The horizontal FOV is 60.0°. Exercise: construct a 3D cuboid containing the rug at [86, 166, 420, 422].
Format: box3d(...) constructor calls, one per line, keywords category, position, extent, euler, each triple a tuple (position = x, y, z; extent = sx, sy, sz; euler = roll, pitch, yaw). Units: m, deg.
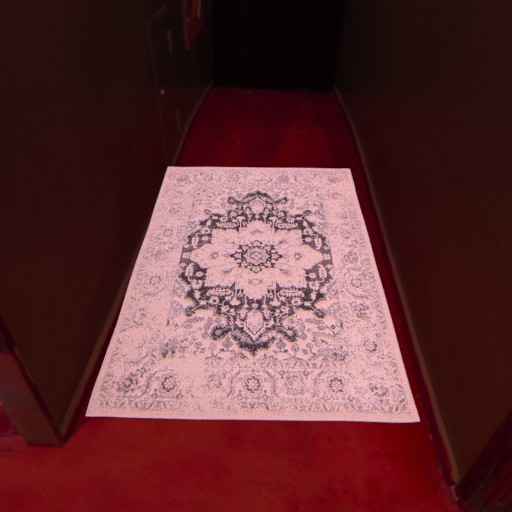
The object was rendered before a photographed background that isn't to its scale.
box3d(category="rug", position=(0.000, 0.000, 2.295), extent=(1.223, 0.008, 1.813), euler=(1, 41, 1))
